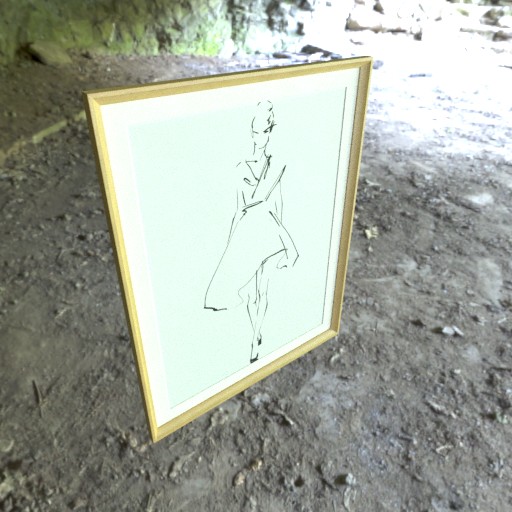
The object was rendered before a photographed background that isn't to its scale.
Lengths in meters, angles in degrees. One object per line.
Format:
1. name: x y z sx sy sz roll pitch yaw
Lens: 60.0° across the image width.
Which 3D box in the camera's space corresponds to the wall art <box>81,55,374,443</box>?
1. wall art: 0.000 0.000 1.282 0.798 1.002 0.030 -22 38 -31
